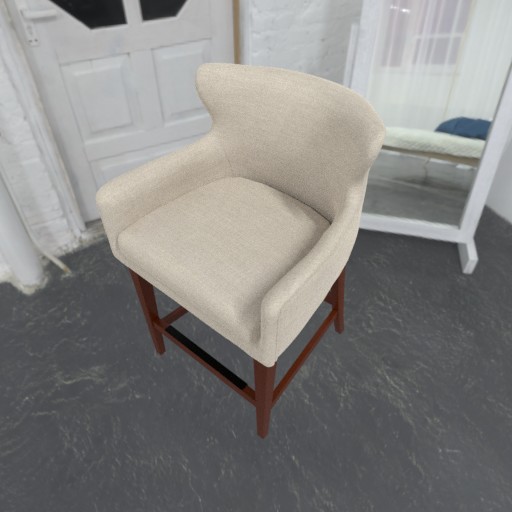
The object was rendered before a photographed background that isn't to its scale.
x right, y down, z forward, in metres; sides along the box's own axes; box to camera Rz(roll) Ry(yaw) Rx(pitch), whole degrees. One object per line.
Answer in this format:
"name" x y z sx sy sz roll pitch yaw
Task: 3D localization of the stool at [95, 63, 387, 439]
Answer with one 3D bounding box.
"stool" 0.000 0.000 1.404 0.615 0.987 0.637 31 53 26
